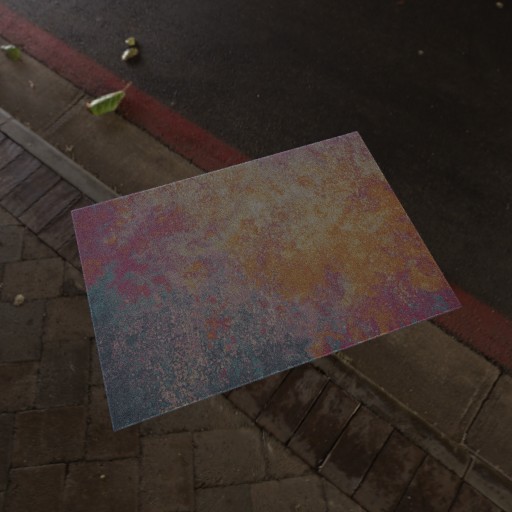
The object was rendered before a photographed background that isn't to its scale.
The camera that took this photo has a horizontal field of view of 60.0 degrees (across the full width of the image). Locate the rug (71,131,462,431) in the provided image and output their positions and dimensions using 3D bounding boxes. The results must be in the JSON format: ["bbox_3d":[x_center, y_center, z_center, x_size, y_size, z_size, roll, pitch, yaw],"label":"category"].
[{"bbox_3d":[0.000,0.000,3.851,2.896,0.013,2.007,-17,64,-9],"label":"rug"}]
